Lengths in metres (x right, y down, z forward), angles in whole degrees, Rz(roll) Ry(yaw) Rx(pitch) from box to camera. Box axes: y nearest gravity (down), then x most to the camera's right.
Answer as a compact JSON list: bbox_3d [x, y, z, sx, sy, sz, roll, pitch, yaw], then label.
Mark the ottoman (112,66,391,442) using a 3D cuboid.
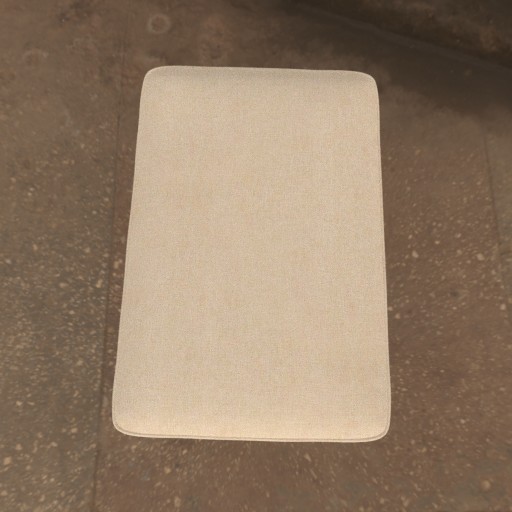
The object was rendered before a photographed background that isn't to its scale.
[{"bbox_3d":[0.000,0.000,1.184,0.583,0.484,0.862,1,77,0],"label":"ottoman"}]
